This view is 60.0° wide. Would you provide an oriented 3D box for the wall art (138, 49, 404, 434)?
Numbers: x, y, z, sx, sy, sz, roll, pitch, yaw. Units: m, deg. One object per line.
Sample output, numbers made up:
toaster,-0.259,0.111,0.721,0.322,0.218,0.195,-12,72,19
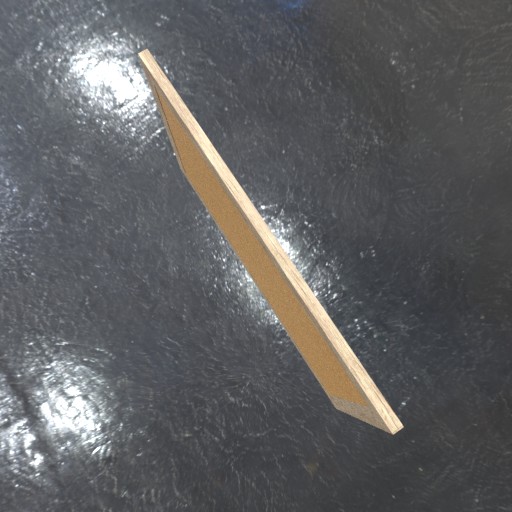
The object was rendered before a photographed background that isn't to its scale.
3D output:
wall art,0.000,0.000,0.967,0.021,0.480,0.780,-32,78,-8
